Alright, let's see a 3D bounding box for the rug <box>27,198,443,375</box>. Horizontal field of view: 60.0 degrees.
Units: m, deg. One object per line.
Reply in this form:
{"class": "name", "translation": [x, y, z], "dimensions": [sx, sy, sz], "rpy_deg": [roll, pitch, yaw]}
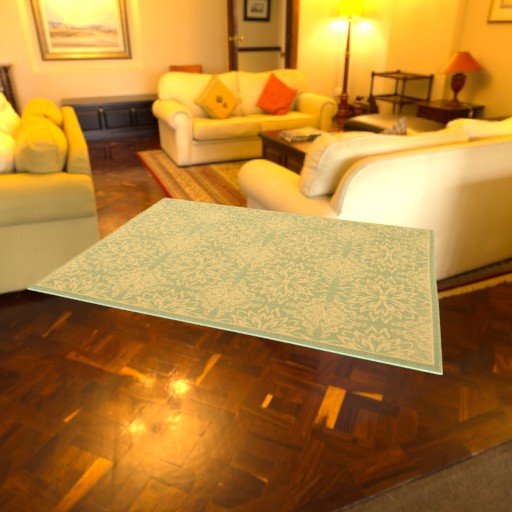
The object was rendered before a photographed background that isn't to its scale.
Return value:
{"class": "rug", "translation": [0.000, 0.000, 2.865], "dimensions": [2.205, 0.014, 1.589], "rpy_deg": [9, 28, 16]}
